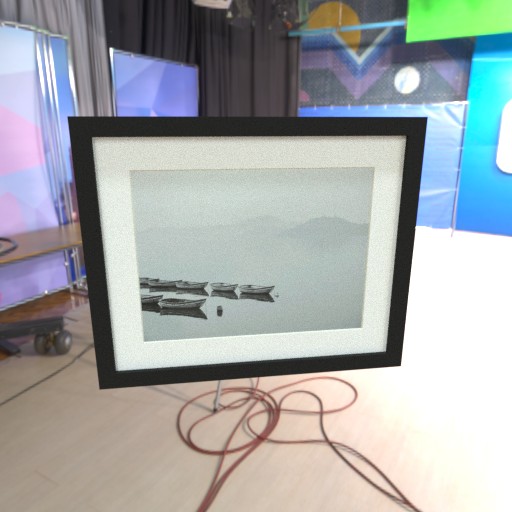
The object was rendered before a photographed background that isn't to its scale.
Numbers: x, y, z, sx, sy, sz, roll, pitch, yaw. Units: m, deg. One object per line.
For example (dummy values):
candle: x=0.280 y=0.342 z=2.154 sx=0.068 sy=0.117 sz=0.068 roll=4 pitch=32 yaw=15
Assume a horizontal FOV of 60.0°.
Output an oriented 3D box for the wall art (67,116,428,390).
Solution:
wall art: x=0.000 y=0.000 z=0.757 sx=0.554 sy=0.454 sz=0.030 roll=-2 pitch=17 yaw=-8
